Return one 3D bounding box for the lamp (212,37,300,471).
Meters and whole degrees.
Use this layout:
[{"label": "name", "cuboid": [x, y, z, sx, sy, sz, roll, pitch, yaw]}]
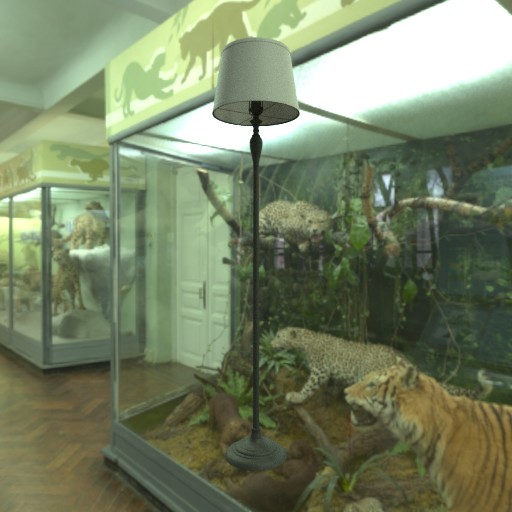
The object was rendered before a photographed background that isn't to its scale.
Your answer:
[{"label": "lamp", "cuboid": [0.000, 0.000, 1.661, 0.327, 1.506, 0.327, 0, 1, 17]}]
